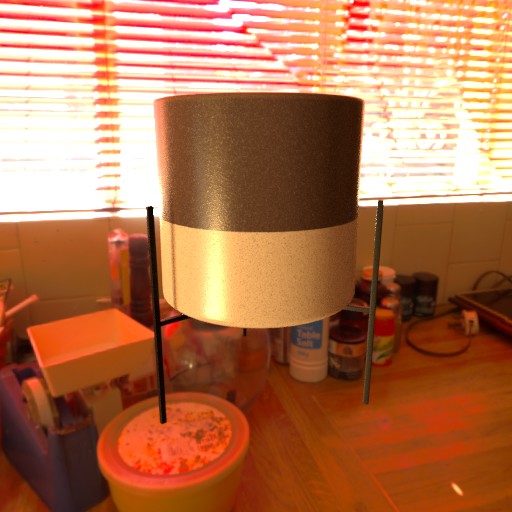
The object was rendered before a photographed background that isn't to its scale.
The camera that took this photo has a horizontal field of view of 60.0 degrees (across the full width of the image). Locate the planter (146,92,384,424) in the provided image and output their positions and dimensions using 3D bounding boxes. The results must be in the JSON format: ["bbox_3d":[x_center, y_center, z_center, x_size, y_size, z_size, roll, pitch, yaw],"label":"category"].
[{"bbox_3d":[0.000,0.000,0.529,0.250,0.353,0.260,14,21,42],"label":"planter"}]
